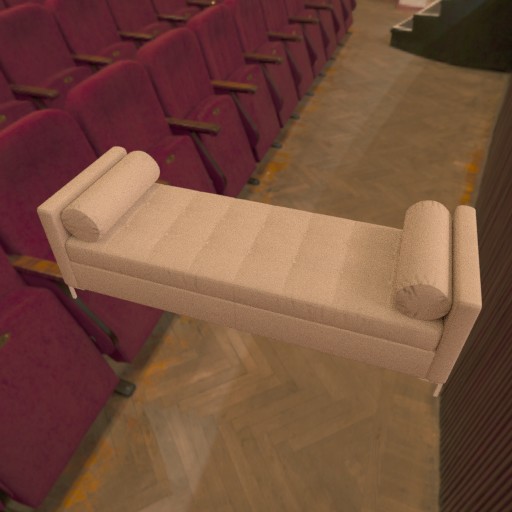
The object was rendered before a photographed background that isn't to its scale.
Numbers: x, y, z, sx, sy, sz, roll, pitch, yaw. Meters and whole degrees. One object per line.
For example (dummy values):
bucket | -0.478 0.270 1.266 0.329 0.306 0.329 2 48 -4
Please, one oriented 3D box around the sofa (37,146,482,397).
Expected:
sofa | 0.000 0.000 2.297 1.981 0.635 0.686 12 42 14
